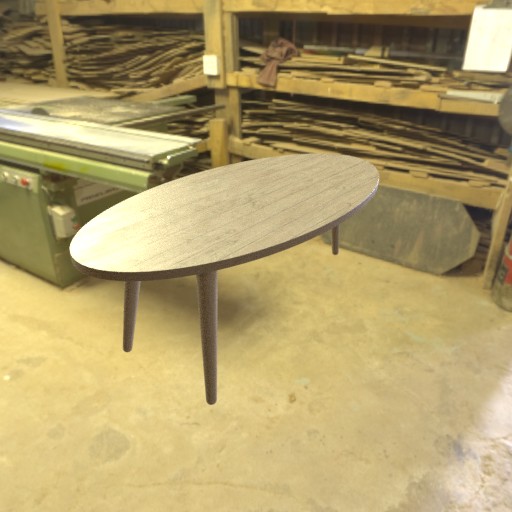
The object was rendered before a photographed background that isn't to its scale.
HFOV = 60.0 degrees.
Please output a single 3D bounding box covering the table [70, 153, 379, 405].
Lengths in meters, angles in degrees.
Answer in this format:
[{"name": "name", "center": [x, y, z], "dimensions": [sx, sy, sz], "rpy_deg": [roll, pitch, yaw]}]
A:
[{"name": "table", "center": [0.000, 0.000, 1.314], "dimensions": [0.542, 0.390, 1.083], "rpy_deg": [19, 32, 33]}]
